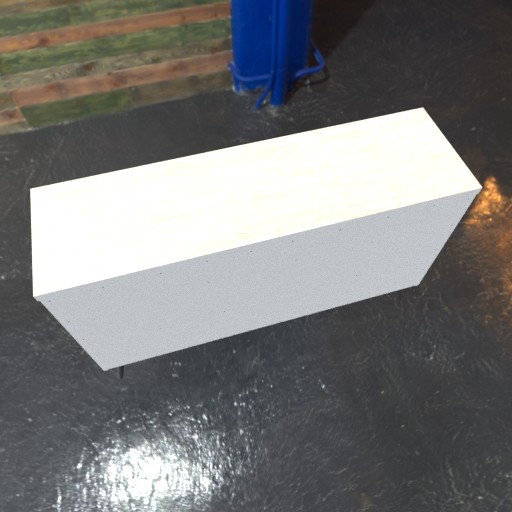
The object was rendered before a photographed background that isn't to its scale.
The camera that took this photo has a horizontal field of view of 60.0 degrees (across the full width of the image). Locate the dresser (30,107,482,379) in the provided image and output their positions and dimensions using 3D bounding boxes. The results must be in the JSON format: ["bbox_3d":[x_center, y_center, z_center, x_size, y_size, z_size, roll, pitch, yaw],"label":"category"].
[{"bbox_3d":[0.000,0.000,1.946,1.524,0.914,0.457,-14,59,-9],"label":"dresser"}]
